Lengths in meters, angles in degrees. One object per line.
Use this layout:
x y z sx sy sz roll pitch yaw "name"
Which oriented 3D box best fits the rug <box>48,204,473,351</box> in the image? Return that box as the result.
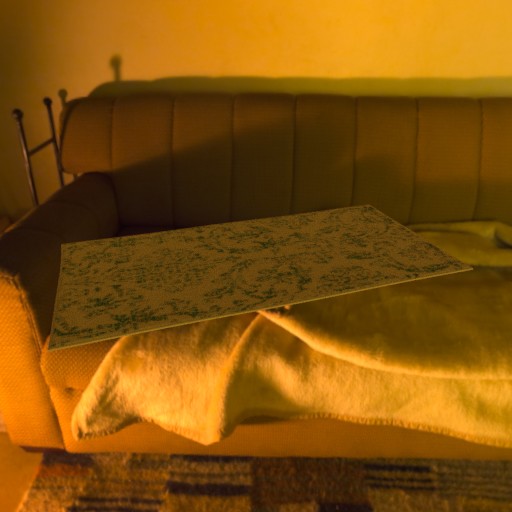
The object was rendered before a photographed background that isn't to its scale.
0.000 0.000 1.450 1.220 0.007 0.605 -9 28 -17 "rug"
